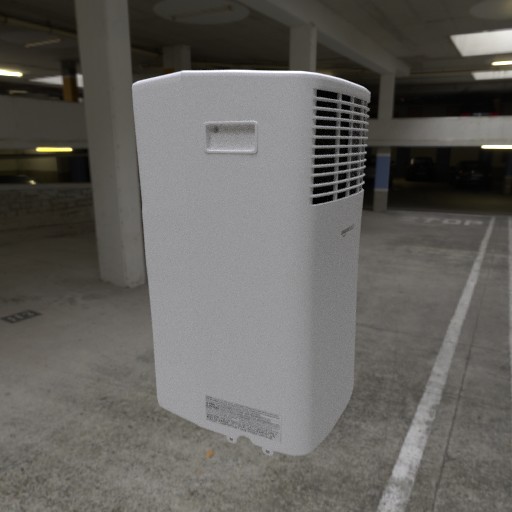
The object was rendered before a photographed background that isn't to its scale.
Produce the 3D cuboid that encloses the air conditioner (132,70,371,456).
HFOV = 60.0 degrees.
[{"bbox_3d":[0.000,0.000,0.816,0.349,0.606,0.304,8,16,28],"label":"air conditioner"}]
